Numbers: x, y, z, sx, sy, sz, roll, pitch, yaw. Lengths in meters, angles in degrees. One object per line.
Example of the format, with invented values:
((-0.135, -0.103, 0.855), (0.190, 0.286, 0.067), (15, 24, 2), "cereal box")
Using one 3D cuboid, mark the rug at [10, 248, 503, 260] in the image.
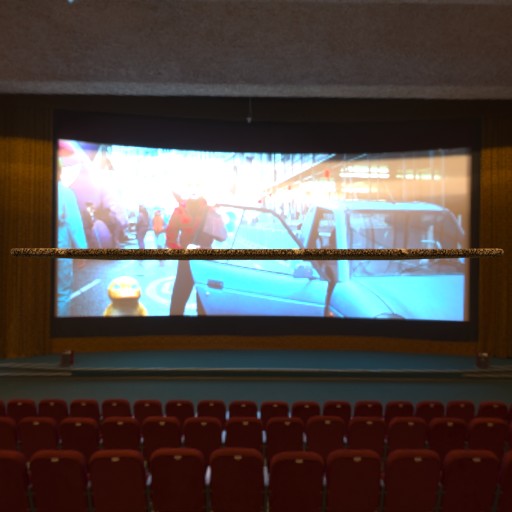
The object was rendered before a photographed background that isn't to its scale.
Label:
((0.000, 0.000, 2.192), (1.778, 0.030, 1.219), (0, -1, -1), "rug")
